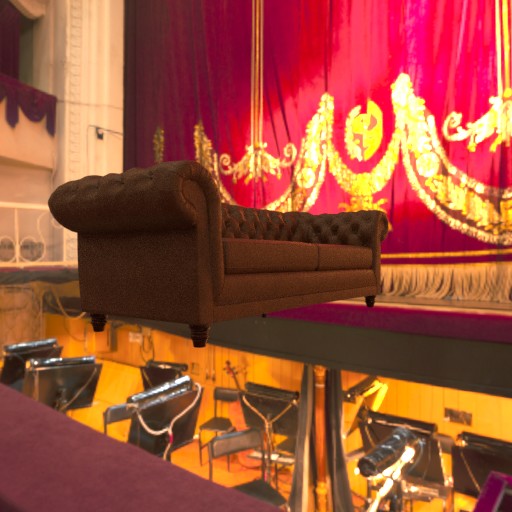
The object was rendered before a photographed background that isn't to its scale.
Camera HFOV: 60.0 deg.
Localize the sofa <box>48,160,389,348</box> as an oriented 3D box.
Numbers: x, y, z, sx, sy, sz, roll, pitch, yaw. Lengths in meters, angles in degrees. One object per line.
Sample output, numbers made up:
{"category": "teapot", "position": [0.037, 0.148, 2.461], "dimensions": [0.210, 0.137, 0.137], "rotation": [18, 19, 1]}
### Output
{"category": "sofa", "position": [0.000, 0.000, 2.862], "dimensions": [0.944, 0.783, 2.385], "rotation": [0, -1, 36]}
